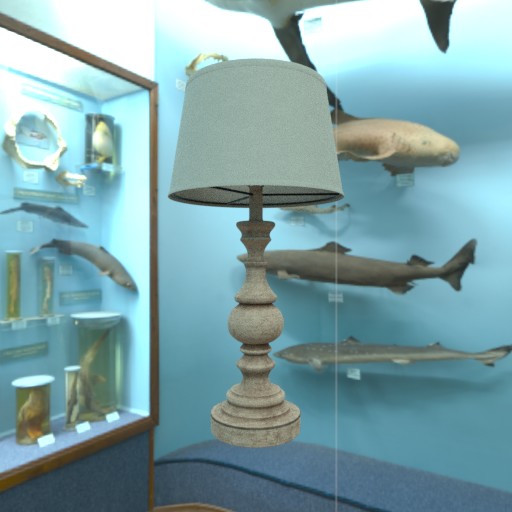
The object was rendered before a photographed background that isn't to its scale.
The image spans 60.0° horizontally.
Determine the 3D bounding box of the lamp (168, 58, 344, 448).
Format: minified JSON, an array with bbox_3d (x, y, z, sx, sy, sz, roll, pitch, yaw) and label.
[{"bbox_3d":[0.000,0.000,0.871,0.340,0.678,0.340,0,0,0],"label":"lamp"}]
